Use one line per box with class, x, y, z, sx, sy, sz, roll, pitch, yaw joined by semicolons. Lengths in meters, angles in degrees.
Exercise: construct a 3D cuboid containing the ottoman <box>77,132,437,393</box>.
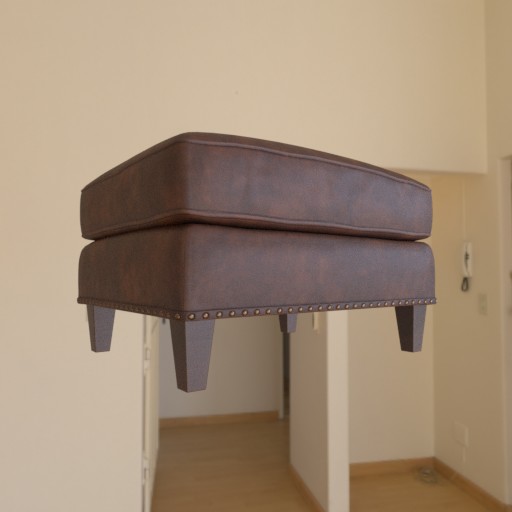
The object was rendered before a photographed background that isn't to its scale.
ottoman;0.000;0.000;1.144;0.742;0.486;0.586;2;-3;-37
